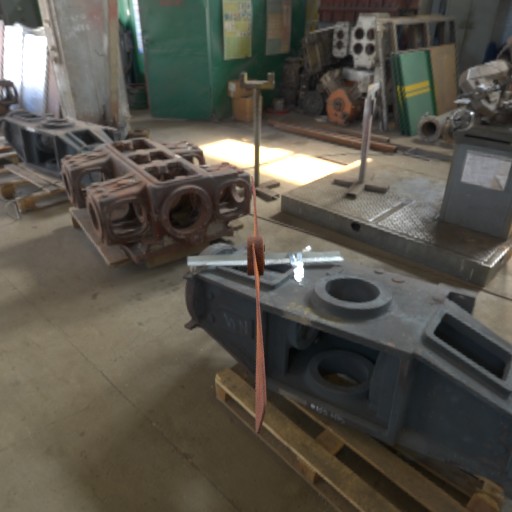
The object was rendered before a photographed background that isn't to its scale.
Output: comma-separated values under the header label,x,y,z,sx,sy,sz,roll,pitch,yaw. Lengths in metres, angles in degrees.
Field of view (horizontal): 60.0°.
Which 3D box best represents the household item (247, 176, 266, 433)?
label,x,y,z,sx,sy,sz,roll,pitch,yaw
household item,0.000,0.000,1.289,0.051,0.121,1.181,0,30,-1
